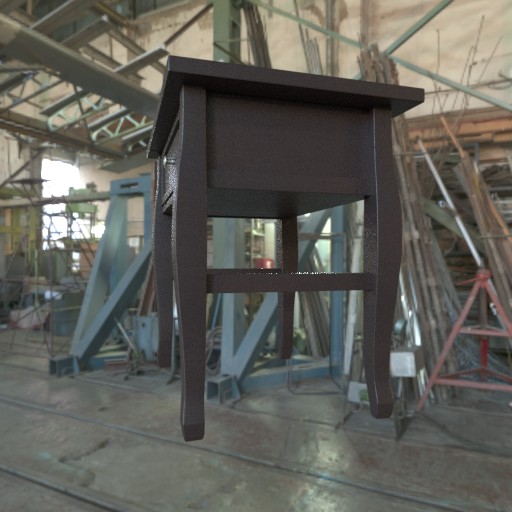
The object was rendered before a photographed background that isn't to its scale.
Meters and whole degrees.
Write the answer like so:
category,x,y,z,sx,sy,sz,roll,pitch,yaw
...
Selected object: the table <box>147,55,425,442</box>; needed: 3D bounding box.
category,x,y,z,sx,sy,sz,roll,pitch,yaw
table,0.000,0.000,1.023,0.460,0.605,0.602,0,-1,-17
